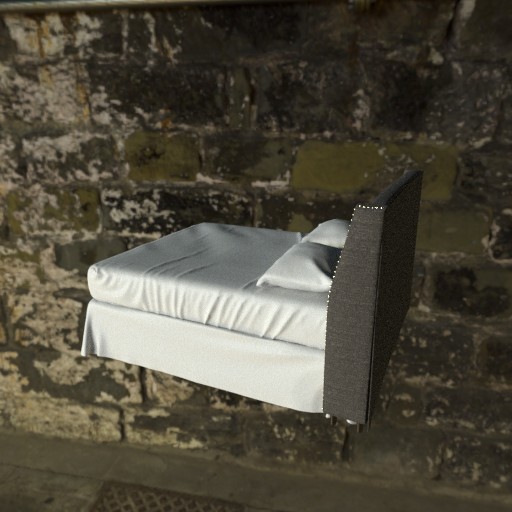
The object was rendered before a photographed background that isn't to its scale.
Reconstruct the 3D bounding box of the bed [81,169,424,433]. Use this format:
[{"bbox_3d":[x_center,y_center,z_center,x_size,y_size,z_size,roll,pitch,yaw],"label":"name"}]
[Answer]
[{"bbox_3d":[0.000,0.000,3.570,2.276,1.332,1.925,8,19,24],"label":"bed"}]
